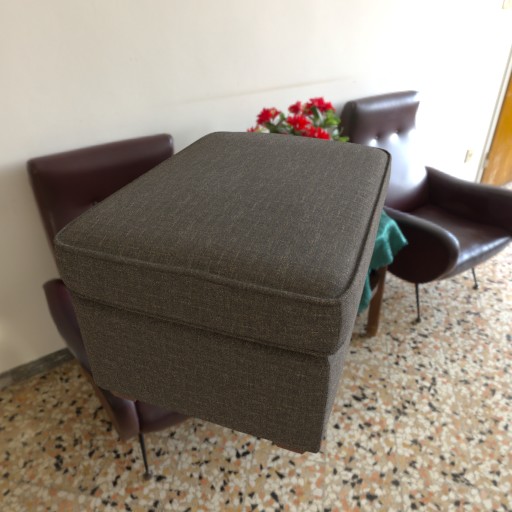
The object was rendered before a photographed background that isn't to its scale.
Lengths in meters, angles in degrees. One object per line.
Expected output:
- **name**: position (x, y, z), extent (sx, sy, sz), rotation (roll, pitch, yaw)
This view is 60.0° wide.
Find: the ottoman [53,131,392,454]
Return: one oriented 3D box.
- **ottoman**: position (0.000, 0.000, 1.085), extent (0.549, 0.450, 0.749), rotation (11, 33, 16)
